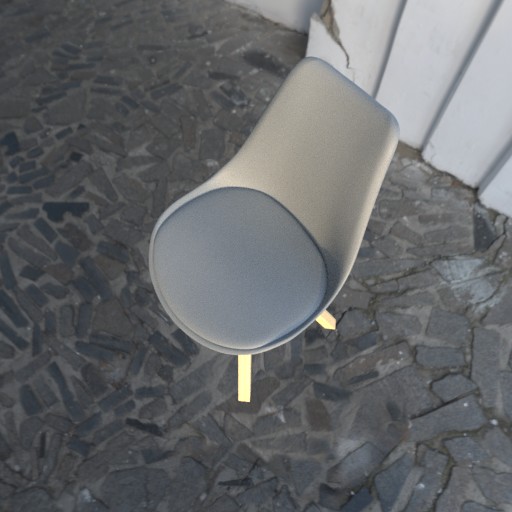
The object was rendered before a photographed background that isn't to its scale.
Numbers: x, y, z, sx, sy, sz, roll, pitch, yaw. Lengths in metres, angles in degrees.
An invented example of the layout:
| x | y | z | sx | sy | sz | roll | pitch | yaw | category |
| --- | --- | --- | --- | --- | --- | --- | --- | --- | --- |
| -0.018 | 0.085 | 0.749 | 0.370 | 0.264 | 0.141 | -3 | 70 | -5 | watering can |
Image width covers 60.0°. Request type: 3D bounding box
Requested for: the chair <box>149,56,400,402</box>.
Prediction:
| x | y | z | sx | sy | sz | roll | pitch | yaw | category |
| --- | --- | --- | --- | --- | --- | --- | --- | --- | --- |
| 0.000 | 0.000 | 1.185 | 0.549 | 0.850 | 0.485 | -36 | 69 | -16 | chair |
